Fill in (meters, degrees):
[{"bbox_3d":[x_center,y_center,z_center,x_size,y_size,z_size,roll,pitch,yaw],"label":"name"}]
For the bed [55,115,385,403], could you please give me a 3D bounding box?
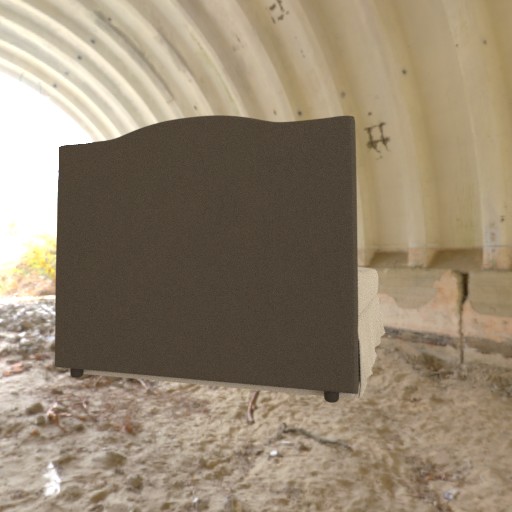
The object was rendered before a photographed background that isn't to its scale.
[{"bbox_3d":[0.000,0.000,3.389,1.821,1.436,2.282,0,-1,18],"label":"bed"}]
